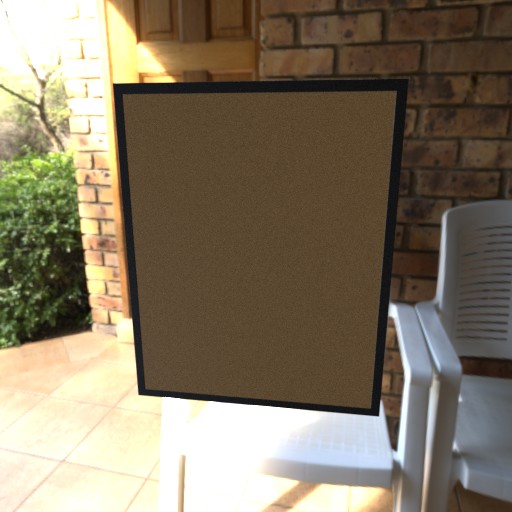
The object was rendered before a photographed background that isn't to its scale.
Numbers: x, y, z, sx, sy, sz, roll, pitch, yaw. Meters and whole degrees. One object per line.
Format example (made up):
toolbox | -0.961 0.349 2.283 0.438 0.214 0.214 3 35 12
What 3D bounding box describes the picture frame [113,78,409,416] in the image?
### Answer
picture frame | 0.000 0.000 0.718 0.421 0.526 0.046 2 16 8
